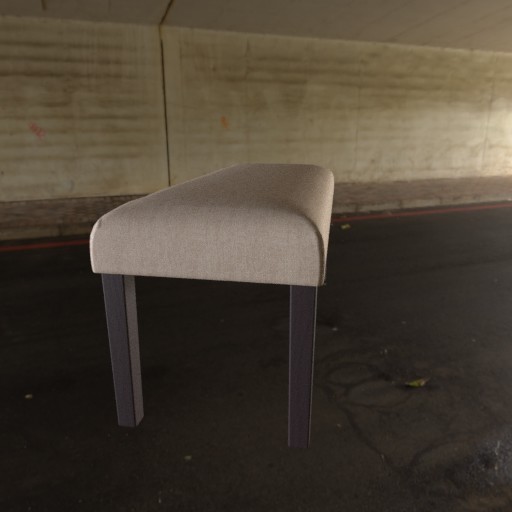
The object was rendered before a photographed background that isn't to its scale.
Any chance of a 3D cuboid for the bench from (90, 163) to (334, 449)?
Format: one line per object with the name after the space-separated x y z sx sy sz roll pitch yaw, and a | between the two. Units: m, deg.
0.000 0.000 1.250 0.407 0.456 1.013 3 16 10 | bench
